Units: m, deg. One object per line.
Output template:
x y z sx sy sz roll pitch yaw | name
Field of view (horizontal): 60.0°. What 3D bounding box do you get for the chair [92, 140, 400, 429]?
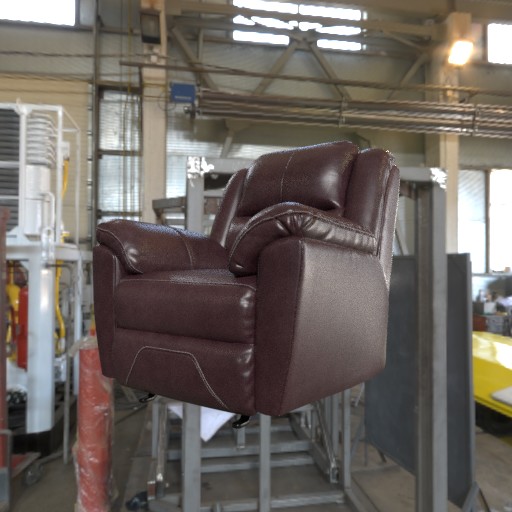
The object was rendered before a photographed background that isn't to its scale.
0.000 0.000 1.890 0.990 1.093 1.041 -1 -1 35 | chair
